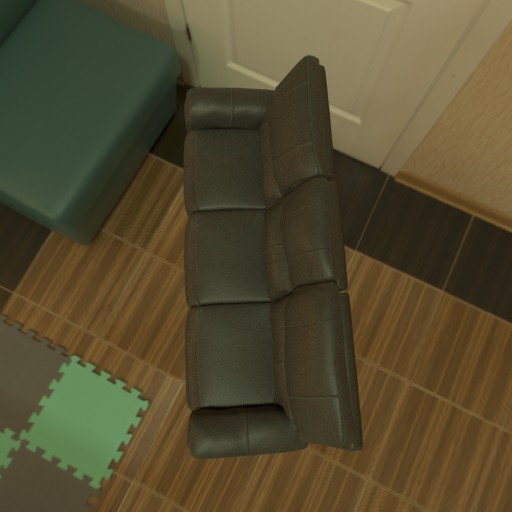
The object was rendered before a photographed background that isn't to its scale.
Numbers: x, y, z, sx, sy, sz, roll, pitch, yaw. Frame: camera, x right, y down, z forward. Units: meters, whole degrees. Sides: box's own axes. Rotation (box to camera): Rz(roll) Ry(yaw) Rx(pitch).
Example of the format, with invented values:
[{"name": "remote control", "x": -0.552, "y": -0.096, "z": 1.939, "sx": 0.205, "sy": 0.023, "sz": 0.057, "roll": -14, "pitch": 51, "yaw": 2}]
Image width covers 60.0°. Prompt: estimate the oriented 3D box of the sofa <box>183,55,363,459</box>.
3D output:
[{"name": "sofa", "x": 0.000, "y": 0.000, "z": 3.185, "sx": 1.104, "sy": 1.134, "sz": 2.627, "roll": -3, "pitch": 76, "yaw": -1}]
